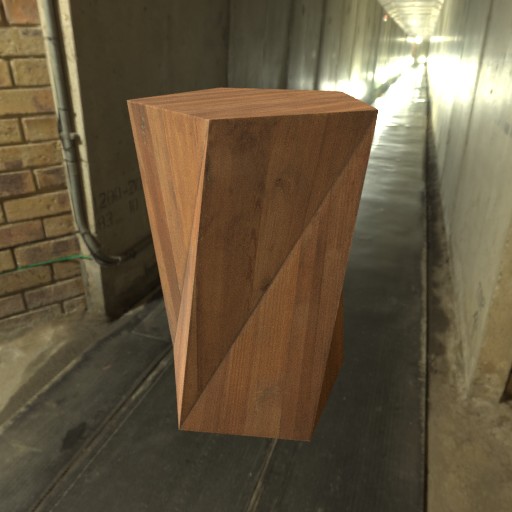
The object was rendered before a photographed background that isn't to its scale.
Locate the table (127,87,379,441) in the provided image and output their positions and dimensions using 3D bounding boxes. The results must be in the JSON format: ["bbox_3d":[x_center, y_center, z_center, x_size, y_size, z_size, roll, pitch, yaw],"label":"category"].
[{"bbox_3d":[0.000,0.000,0.900,0.425,0.604,0.441,-8,27,-17],"label":"table"}]
